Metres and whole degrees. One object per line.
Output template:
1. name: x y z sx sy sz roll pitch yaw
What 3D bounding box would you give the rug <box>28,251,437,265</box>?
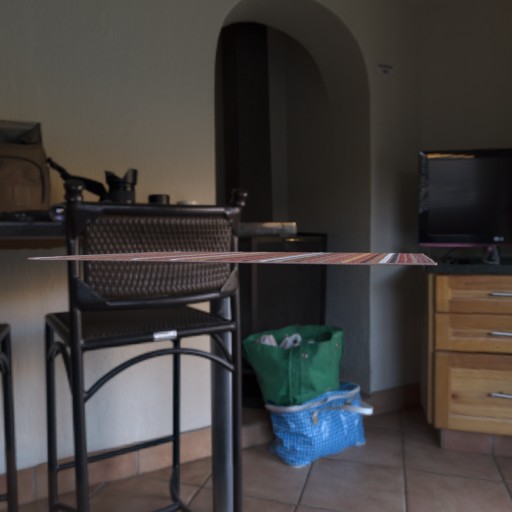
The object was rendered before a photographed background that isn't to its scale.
1. rug: 0.000 0.000 4.251 3.092 0.023 2.479 1 2 19
